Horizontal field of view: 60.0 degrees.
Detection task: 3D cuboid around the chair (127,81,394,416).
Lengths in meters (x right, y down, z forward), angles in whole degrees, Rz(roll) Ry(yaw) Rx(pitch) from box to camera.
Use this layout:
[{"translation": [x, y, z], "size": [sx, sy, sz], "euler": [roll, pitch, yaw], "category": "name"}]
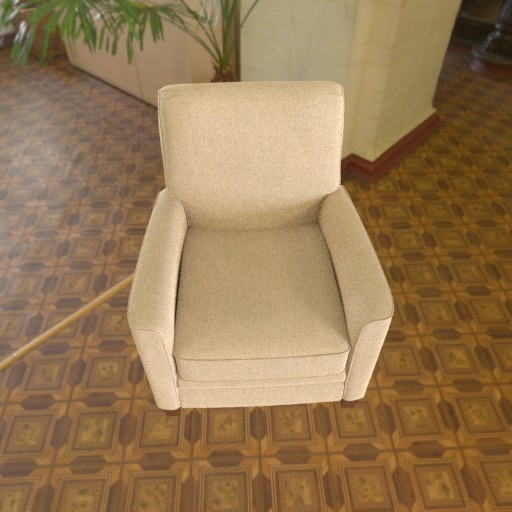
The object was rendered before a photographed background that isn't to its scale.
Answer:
[{"translation": [0.000, 0.000, 1.682], "size": [0.845, 1.023, 0.859], "euler": [-2, 45, -2], "category": "chair"}]
